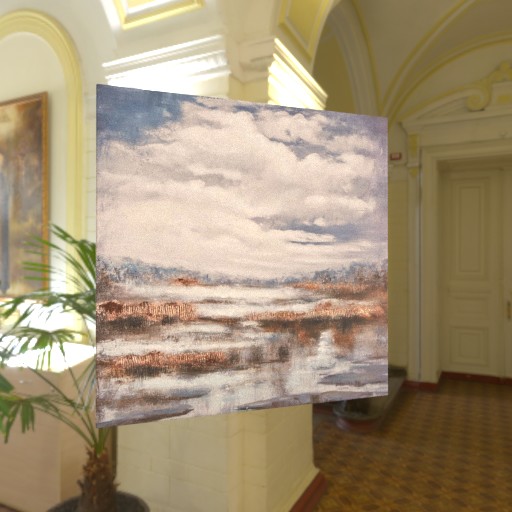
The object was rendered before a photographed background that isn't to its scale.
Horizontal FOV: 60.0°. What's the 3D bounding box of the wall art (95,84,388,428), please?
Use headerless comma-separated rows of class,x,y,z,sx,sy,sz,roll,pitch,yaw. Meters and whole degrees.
wall art,0.000,0.000,1.487,1.010,1.020,0.040,0,0,-18
